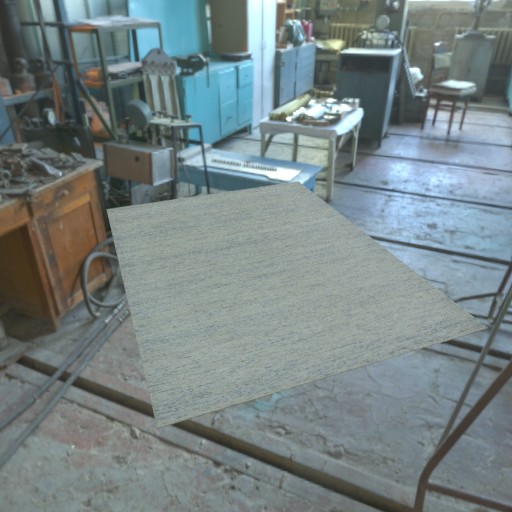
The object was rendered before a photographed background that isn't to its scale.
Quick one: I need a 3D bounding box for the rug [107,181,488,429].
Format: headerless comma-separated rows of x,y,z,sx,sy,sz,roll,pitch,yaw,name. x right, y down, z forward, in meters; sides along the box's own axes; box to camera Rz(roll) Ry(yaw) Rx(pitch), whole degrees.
0.000,0.000,4.178,2.438,0.006,3.197,-11,32,-18,rug
